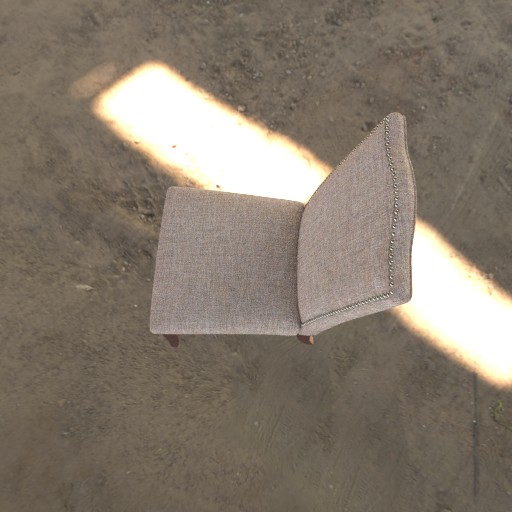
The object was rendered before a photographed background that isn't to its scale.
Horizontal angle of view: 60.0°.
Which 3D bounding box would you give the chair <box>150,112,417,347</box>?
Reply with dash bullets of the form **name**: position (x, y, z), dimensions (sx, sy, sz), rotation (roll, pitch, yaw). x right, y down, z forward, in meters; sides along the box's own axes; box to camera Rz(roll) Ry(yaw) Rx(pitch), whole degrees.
- **chair**: position (0.000, 0.000, 1.391), dimensions (0.660, 1.016, 0.513), rotation (3, 73, 1)
